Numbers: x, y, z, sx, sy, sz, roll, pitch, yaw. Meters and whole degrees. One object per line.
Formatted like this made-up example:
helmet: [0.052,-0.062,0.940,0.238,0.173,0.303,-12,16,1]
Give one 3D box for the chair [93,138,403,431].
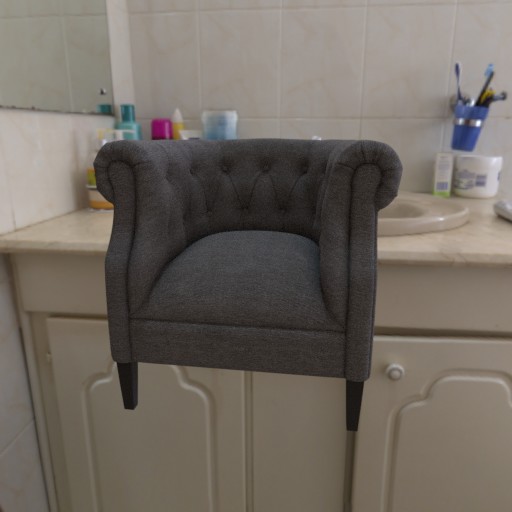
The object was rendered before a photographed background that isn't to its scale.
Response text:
chair: [0.000,0.000,1.611,0.905,0.827,0.852,2,15,8]
